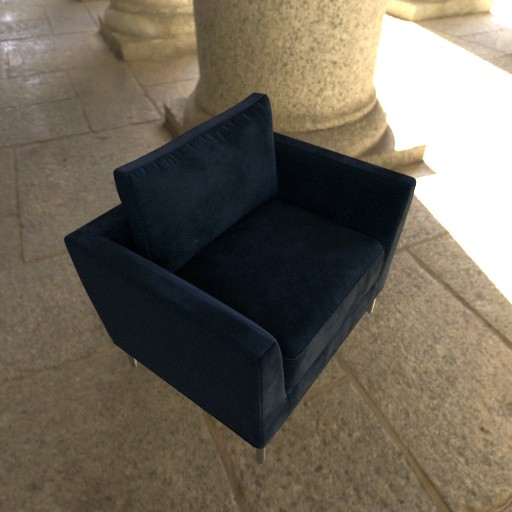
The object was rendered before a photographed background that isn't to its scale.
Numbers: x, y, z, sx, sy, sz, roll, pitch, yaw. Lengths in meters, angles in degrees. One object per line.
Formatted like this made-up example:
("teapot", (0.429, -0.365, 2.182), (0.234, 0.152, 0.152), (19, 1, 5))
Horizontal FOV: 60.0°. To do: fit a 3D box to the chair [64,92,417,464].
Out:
("chair", (0.000, 0.000, 1.601), (0.746, 0.893, 0.977), (26, 48, 27))
